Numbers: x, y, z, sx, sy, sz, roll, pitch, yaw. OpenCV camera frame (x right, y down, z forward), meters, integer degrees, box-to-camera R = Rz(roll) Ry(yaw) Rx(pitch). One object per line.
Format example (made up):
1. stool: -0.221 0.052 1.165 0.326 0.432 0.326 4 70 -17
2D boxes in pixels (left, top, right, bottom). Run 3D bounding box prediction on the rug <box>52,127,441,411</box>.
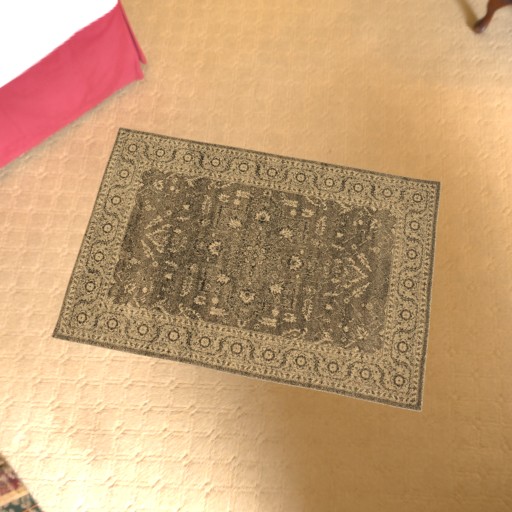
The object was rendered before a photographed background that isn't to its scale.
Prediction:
1. rug: 0.000 0.000 2.300 1.828 0.019 1.209 11 74 3
